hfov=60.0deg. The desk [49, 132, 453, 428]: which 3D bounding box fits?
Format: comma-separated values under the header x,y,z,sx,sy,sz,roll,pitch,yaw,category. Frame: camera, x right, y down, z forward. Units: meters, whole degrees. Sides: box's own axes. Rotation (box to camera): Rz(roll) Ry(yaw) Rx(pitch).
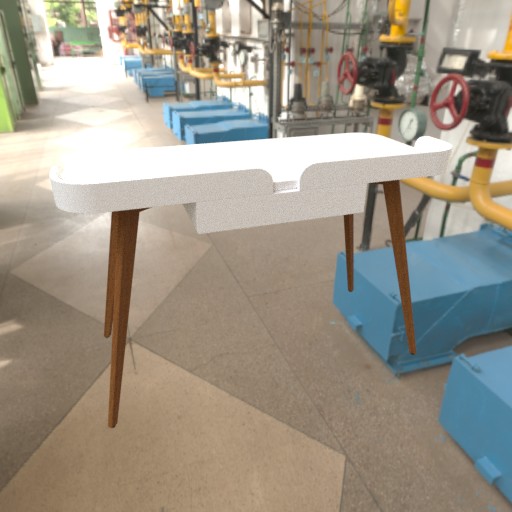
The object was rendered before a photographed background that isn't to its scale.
x,y,z,sx,sy,sz,roll,pitch,yaw,category
0.000,0.000,1.606,1.206,0.807,0.534,-9,28,-16,desk
